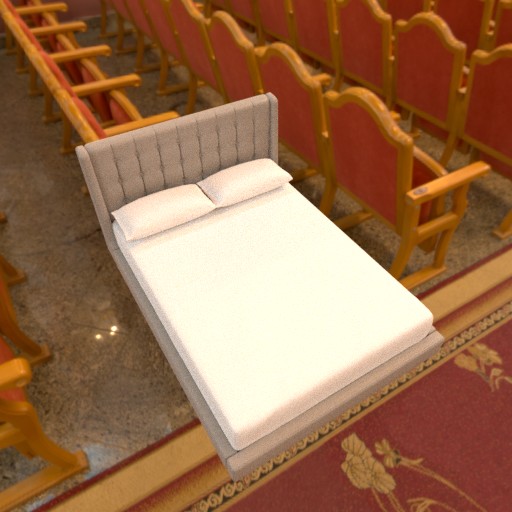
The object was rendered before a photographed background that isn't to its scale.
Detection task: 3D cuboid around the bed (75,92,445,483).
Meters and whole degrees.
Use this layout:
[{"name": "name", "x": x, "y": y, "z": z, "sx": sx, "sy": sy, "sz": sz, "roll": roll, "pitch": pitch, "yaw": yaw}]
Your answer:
[{"name": "bed", "x": 0.000, "y": 0.000, "z": 3.167, "sx": 1.656, "sy": 1.147, "sz": 2.232, "roll": -24, "pitch": 50, "yaw": -21}]
